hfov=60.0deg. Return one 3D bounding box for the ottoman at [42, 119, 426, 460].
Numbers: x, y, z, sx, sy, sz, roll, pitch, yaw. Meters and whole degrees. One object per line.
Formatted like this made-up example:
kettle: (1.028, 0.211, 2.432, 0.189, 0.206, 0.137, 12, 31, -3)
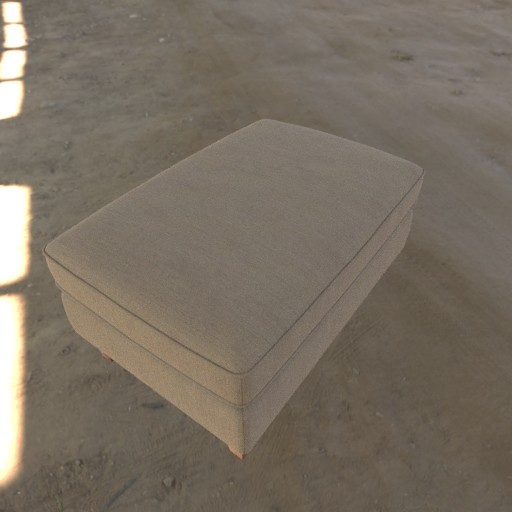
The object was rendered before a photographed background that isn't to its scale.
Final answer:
ottoman: (0.000, 0.000, 1.313, 0.636, 0.480, 0.941, 26, 47, 27)
